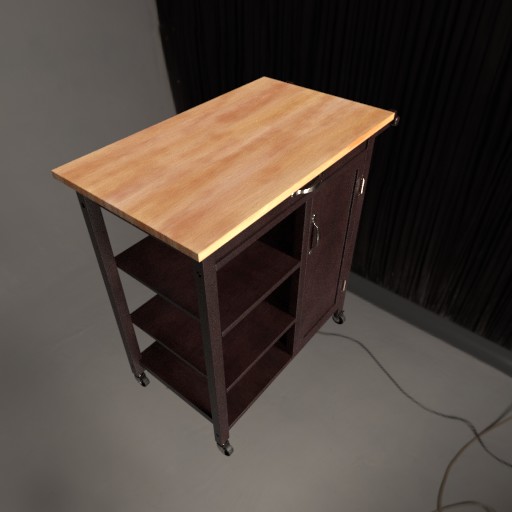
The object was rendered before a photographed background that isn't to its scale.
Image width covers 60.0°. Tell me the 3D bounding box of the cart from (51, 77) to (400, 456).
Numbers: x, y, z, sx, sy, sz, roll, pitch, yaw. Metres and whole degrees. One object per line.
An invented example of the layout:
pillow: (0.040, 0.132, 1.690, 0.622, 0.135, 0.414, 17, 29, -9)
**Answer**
cart: (0.000, 0.000, 1.456, 0.472, 0.878, 0.914, 28, 48, 28)
